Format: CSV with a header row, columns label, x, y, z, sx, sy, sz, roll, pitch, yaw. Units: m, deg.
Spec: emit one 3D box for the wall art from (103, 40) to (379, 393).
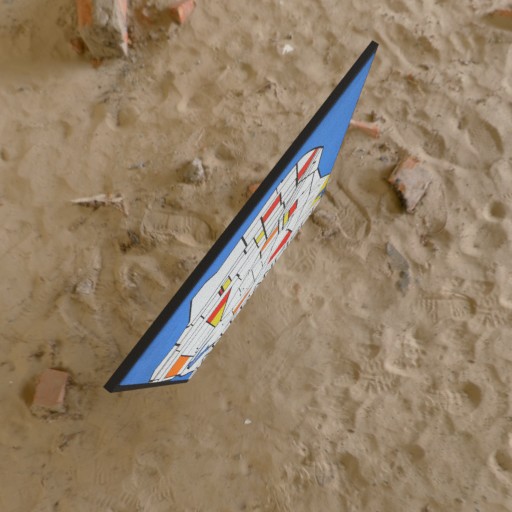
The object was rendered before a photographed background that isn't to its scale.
label,x,y,z,sx,sy,sz,roll,pitch,yaw
wall art,0.000,0.000,0.967,0.015,0.663,0.664,35,78,9
